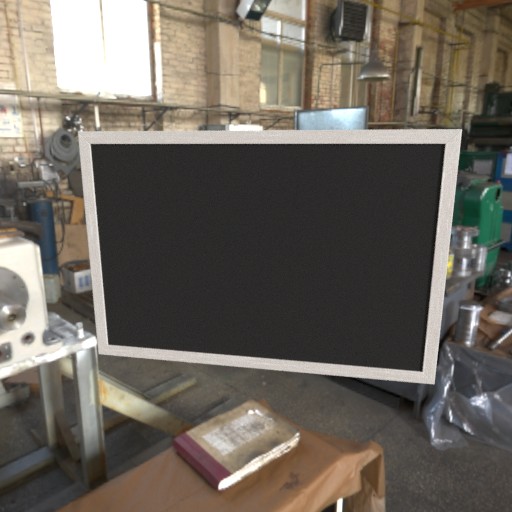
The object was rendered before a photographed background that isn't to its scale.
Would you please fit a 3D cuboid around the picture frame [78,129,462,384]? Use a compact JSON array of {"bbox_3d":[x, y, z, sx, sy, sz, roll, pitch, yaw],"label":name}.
[{"bbox_3d":[0.000,0.000,1.175,0.950,0.640,0.029,3,14,10],"label":"picture frame"}]
